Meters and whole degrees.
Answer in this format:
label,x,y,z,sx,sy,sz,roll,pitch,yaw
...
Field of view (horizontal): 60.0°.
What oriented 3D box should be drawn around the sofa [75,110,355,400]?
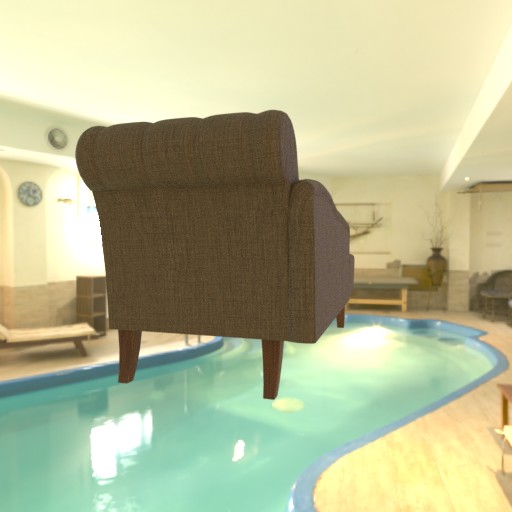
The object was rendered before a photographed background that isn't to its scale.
label,x,y,z,sx,sy,sz,roll,pitch,yaw
sofa,0.000,0.000,1.785,0.675,0.787,1.379,1,2,17
